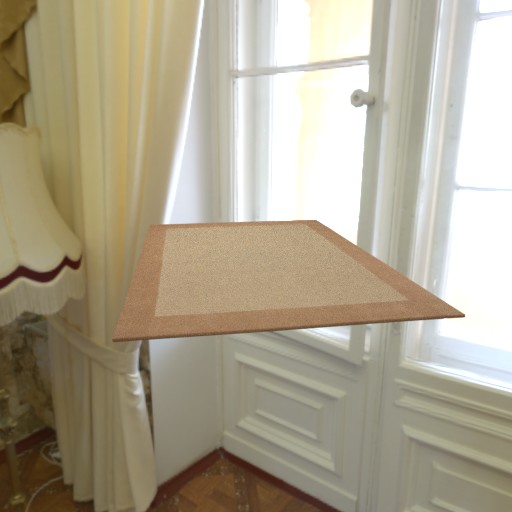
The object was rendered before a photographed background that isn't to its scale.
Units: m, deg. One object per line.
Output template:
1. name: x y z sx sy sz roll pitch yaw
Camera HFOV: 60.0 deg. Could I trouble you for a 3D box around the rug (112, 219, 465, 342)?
1. rug: 0.000 0.000 2.358 1.219 0.014 1.829 -3 16 -9
